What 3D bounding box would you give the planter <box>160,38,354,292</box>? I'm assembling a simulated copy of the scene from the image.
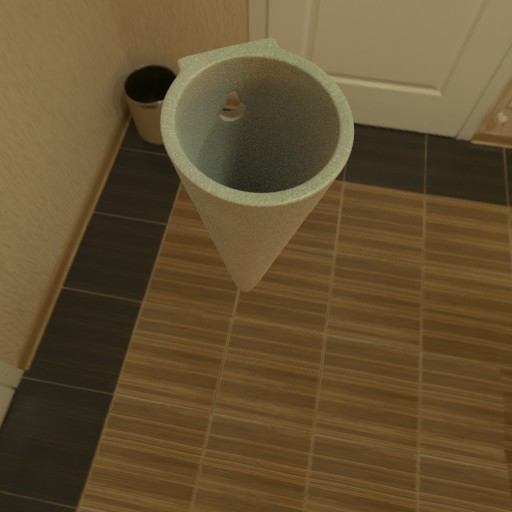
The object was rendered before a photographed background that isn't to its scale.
[{"bbox_3d":[0.000,0.000,0.219,0.057,0.191,0.064,-17,65,-8],"label":"planter"}]
